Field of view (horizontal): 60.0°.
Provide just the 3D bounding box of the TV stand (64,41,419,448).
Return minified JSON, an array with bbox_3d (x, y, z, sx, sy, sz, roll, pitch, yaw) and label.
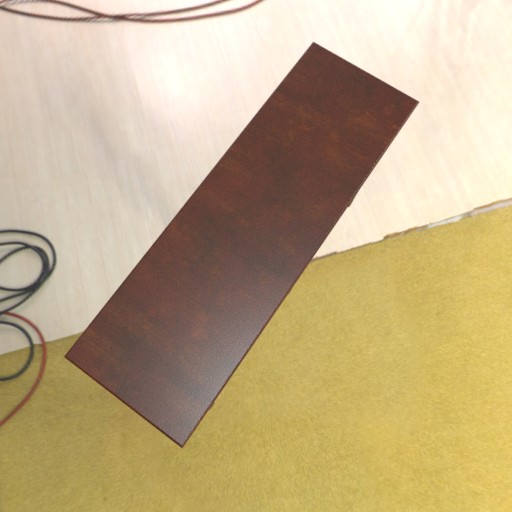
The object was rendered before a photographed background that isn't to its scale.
[{"bbox_3d":[0.000,0.000,1.874,0.445,0.915,1.372,34,77,9],"label":"TV stand"}]
